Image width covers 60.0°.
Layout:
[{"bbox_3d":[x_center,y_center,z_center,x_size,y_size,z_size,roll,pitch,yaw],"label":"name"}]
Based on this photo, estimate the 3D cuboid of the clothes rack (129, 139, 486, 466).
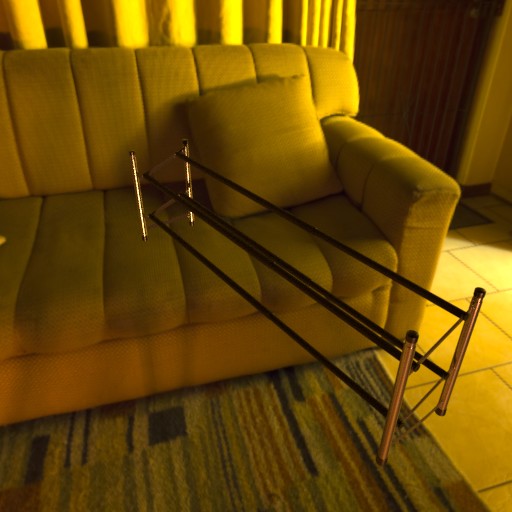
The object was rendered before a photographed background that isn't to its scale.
[{"bbox_3d":[0.000,0.000,1.265,0.229,0.349,1.168,-21,38,-30],"label":"clothes rack"}]
